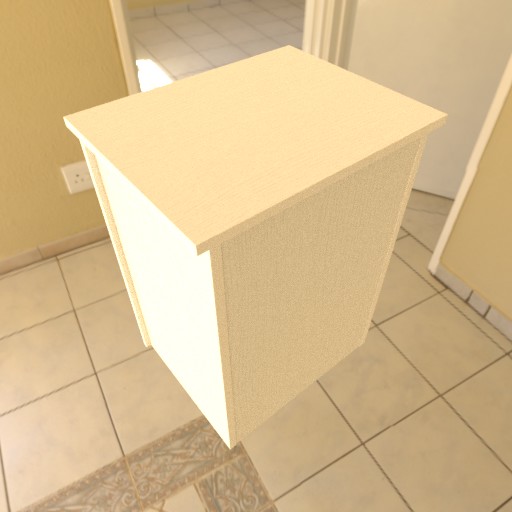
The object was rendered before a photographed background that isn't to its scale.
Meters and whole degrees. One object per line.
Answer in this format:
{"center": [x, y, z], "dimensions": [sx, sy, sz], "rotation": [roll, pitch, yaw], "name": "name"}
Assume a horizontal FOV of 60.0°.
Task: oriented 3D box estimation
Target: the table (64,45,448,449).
{"center": [0.000, 0.000, 0.929], "dimensions": [0.480, 0.635, 0.381], "rotation": [-30, 52, -26], "name": "table"}
